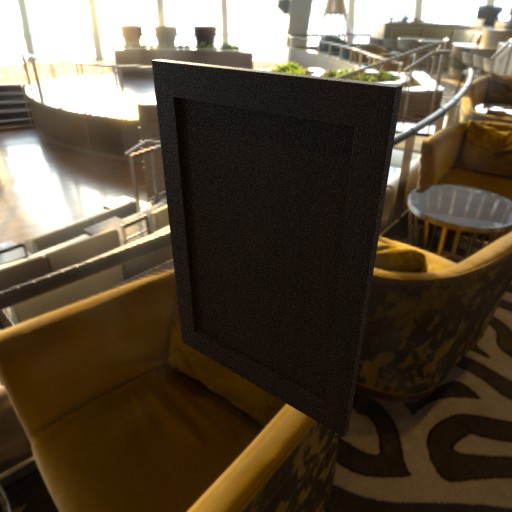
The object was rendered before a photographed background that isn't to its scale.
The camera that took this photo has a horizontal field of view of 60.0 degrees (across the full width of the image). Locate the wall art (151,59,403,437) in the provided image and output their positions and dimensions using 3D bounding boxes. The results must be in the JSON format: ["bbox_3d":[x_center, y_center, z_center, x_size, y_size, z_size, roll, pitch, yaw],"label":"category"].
[{"bbox_3d":[0.000,0.000,0.660,0.359,0.513,0.017,21,36,32],"label":"wall art"}]
